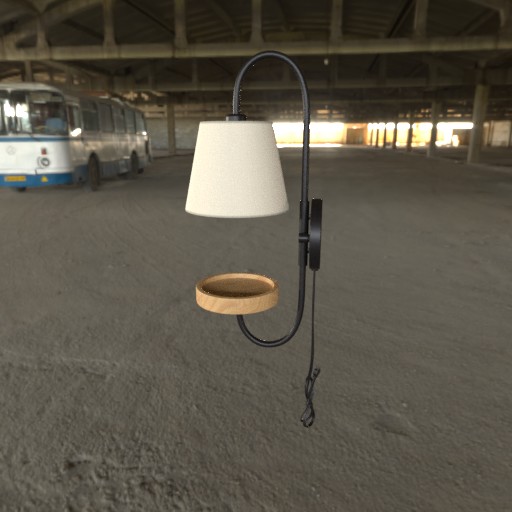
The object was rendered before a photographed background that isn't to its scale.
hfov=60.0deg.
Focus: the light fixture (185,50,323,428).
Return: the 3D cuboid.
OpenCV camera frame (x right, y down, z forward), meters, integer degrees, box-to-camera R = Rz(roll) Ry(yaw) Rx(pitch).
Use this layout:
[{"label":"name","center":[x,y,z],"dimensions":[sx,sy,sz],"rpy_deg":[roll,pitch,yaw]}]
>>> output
[{"label":"light fixture","center":[0.000,0.000,0.963],"dimensions":[0.299,0.821,0.220],"rpy_deg":[2,15,8]}]
